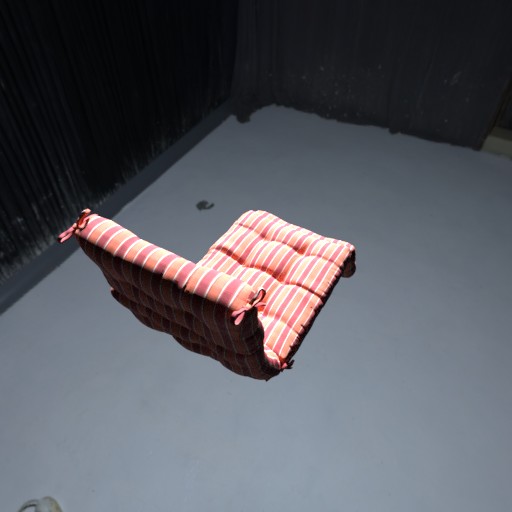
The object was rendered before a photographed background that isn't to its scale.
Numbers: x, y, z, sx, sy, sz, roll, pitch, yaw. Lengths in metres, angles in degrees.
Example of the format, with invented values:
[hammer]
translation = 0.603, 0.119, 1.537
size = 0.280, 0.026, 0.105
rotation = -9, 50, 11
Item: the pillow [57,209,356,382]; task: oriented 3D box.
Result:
[pillow]
translation = 0.000, 0.000, 1.534
size = 0.526, 0.863, 1.016
rotation = 23, 51, 20
